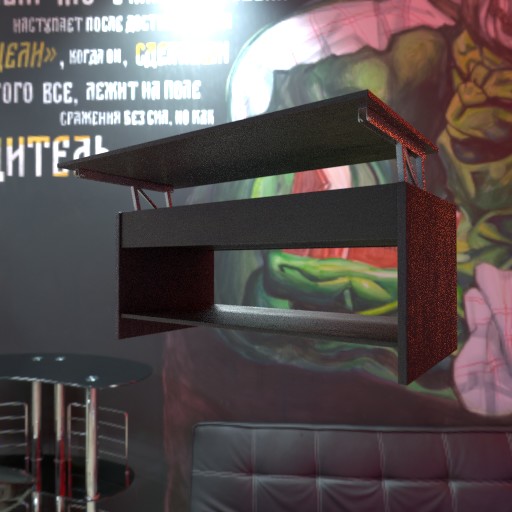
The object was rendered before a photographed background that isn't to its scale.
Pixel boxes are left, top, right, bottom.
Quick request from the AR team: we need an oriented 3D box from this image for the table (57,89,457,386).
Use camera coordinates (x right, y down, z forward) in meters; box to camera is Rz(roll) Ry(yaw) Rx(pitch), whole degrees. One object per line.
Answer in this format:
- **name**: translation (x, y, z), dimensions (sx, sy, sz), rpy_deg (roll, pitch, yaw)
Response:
- **table**: translation (0.000, 0.000, 1.357), dimensions (1.000, 0.570, 0.712), rpy_deg (-1, -1, 36)
